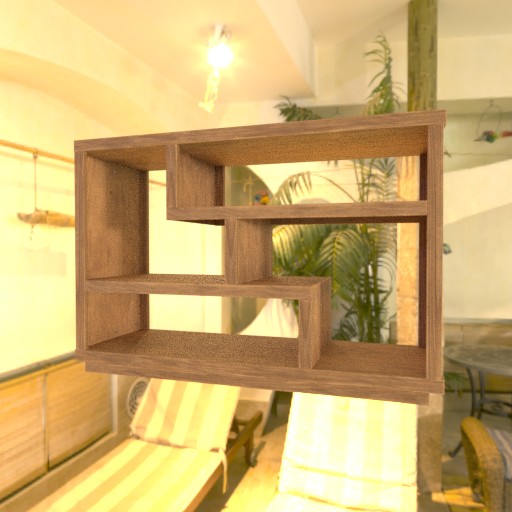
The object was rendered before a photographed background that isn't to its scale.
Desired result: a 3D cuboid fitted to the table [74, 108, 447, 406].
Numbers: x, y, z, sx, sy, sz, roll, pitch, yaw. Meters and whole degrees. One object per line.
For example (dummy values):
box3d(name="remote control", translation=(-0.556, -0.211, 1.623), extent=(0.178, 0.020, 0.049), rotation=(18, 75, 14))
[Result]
box3d(name="table", translation=(0.000, 0.000, 1.509), extent=(1.151, 0.771, 0.410), rotation=(0, 1, 17))
